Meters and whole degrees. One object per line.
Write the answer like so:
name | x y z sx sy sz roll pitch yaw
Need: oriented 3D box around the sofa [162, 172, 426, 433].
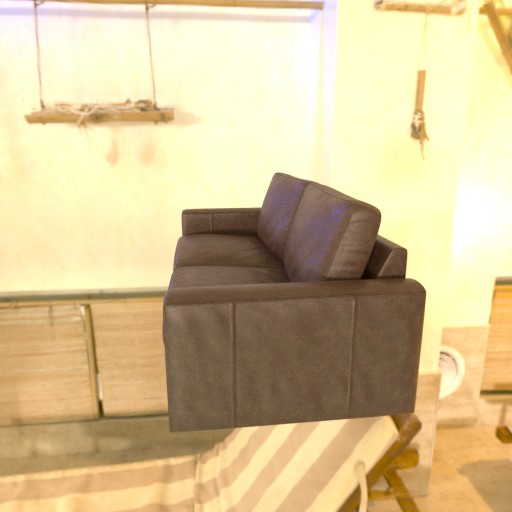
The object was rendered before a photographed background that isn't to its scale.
sofa | 0.000 0.000 2.664 1.016 0.873 2.179 -2 15 -7
